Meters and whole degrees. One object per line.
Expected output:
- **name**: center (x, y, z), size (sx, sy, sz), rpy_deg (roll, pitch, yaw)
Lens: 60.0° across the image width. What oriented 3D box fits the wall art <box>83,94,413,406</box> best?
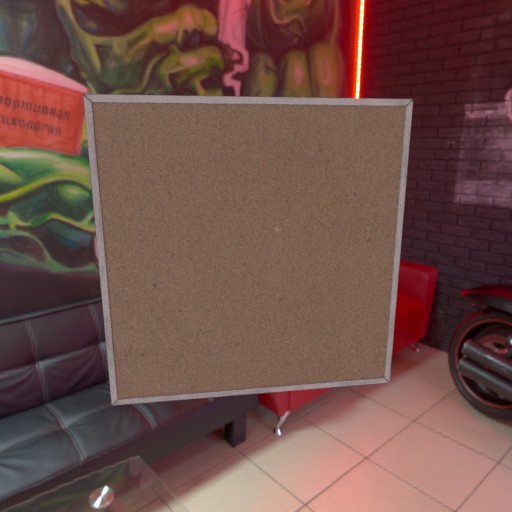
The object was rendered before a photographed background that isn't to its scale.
- **wall art**: center (0.000, 0.000, 1.126), size (0.762, 0.762, 0.038), rpy_deg (-2, 15, -8)
